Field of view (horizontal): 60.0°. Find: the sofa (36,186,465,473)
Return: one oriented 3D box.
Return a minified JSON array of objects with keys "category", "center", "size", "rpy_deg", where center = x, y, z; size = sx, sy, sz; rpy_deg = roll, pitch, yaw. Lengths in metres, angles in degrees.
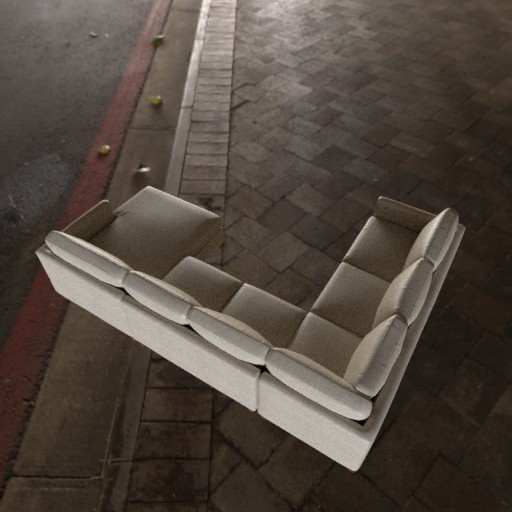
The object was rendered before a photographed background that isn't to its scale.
[{"category":"sofa","center":[0.000,0.000,4.552],"size":[3.460,0.961,2.594],"rpy_deg":[25,52,21]}]
